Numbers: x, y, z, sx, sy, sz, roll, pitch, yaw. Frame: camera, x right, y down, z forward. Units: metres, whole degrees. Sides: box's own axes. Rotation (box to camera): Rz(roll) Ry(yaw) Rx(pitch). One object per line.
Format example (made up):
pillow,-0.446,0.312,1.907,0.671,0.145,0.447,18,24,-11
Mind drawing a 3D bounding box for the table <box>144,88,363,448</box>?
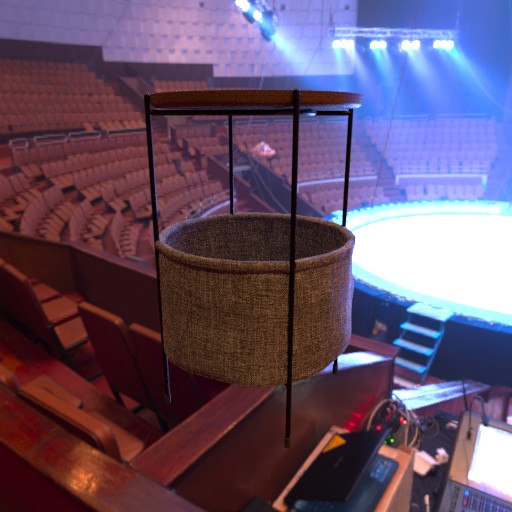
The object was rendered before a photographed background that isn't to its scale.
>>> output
table,0.000,0.000,0.910,0.400,0.623,0.400,9,20,26
